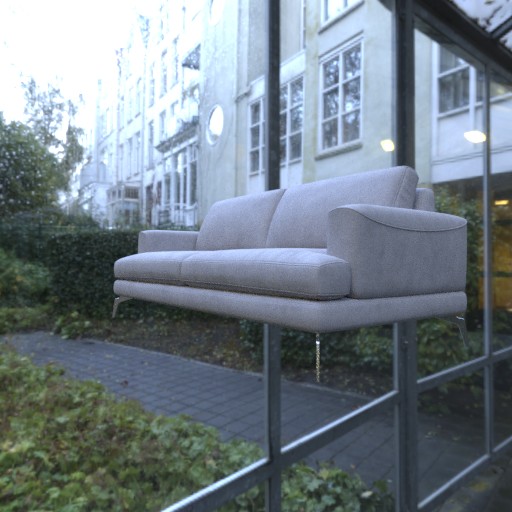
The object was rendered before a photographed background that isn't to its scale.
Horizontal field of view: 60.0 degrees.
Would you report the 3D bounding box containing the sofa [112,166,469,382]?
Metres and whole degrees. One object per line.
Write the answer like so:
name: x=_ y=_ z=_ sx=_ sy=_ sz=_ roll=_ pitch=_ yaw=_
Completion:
sofa: x=0.000 y=0.000 z=2.526 sx=0.980 sy=0.830 sz=2.013 roll=0 pitch=0 yaw=-37
